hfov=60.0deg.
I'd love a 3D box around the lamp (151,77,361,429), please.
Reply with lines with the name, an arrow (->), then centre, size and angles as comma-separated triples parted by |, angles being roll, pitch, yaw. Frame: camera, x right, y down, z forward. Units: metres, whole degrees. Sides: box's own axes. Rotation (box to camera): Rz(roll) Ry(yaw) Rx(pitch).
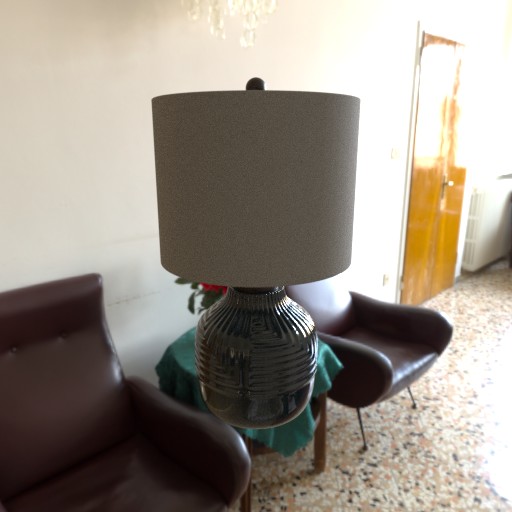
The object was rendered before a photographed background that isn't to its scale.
lamp -> 0.000, 0.000, 0.753 | 0.318, 0.567, 0.318 | 0, 15, 0
